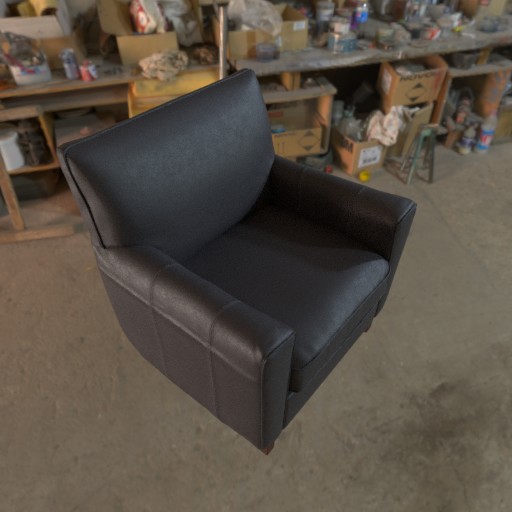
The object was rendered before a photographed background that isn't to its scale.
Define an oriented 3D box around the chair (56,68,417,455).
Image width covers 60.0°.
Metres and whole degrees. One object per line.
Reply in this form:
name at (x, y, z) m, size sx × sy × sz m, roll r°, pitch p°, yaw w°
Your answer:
chair at (0.000, 0.000, 1.586) m, size 0.825 × 0.943 × 0.870 m, roll 29°, pitch 50°, yaw 28°
